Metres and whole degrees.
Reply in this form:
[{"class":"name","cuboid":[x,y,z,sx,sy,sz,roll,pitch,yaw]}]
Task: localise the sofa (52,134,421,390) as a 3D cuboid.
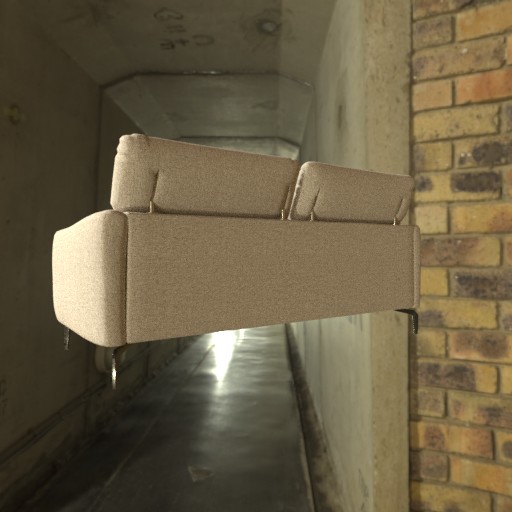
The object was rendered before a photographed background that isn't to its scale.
[{"class":"sofa","cuboid":[0.000,0.000,2.482,2.015,0.956,0.856,-1,1,-35]}]
